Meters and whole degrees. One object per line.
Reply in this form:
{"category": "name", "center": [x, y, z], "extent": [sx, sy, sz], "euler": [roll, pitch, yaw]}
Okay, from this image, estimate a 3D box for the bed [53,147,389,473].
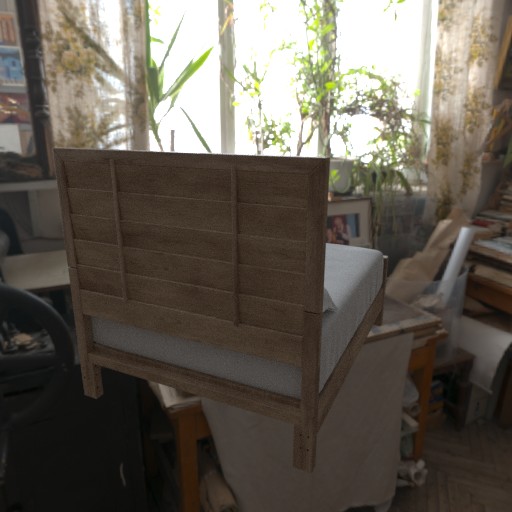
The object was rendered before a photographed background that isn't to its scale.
{"category": "bed", "center": [0.000, 0.000, 3.298], "extent": [1.615, 1.631, 2.017], "euler": [8, 19, 24]}
